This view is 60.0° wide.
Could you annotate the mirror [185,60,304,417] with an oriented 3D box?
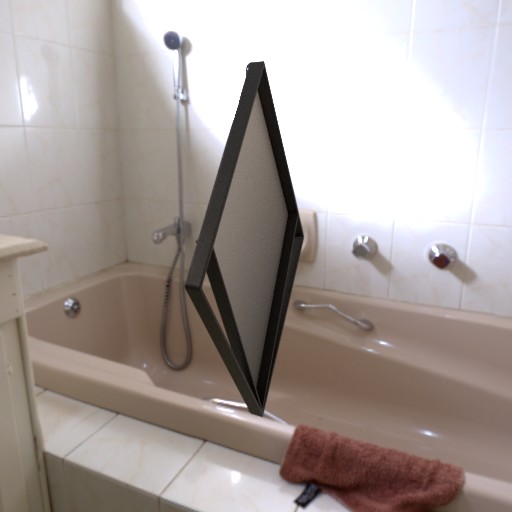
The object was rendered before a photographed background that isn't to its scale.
[{"bbox_3d":[0.000,0.000,0.834,0.032,0.679,0.419,7,16,26],"label":"mirror"}]
